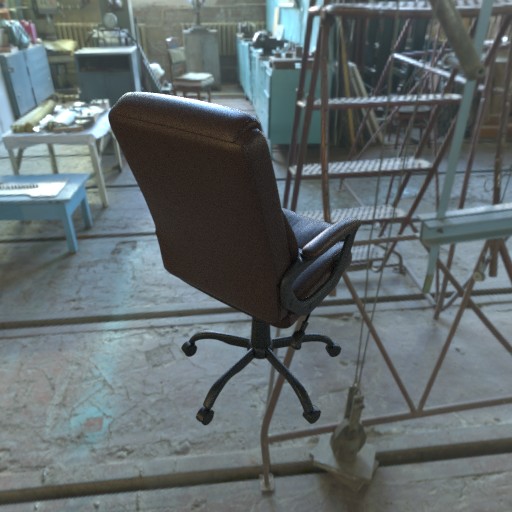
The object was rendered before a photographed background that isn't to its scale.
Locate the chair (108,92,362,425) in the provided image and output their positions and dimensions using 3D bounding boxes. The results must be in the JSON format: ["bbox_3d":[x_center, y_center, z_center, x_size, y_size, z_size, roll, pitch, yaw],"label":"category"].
[{"bbox_3d":[0.000,0.000,1.454,0.615,1.072,0.655,22,37,32],"label":"chair"}]
